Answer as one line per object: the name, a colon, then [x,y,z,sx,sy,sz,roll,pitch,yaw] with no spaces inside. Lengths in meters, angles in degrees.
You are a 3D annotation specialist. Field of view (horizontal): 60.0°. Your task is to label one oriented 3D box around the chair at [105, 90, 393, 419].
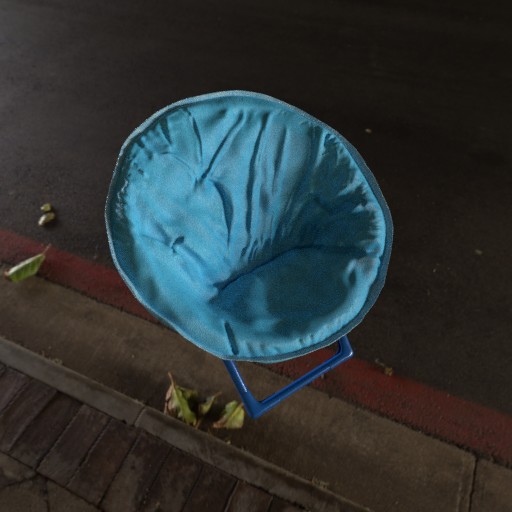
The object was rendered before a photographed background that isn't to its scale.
chair: [0.000,0.000,0.885,0.520,0.478,0.465,-26,52,-22]
